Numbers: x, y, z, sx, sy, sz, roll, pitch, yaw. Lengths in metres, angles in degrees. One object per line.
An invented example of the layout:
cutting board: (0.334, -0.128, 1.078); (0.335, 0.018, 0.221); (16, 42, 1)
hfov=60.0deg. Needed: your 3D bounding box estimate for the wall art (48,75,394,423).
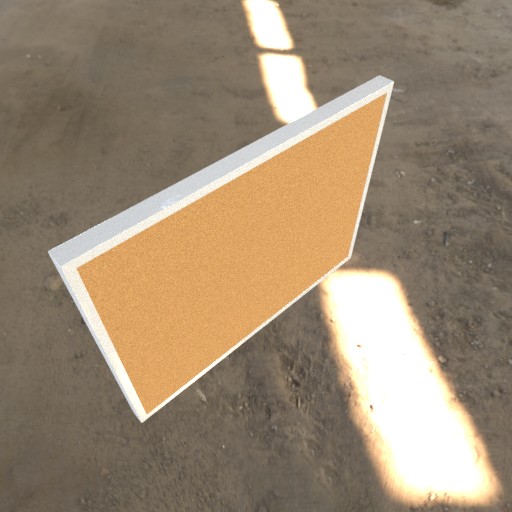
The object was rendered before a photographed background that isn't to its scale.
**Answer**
wall art: (0.000, 0.000, 1.371); (1.041, 0.787, 0.053); (-34, 57, -26)
